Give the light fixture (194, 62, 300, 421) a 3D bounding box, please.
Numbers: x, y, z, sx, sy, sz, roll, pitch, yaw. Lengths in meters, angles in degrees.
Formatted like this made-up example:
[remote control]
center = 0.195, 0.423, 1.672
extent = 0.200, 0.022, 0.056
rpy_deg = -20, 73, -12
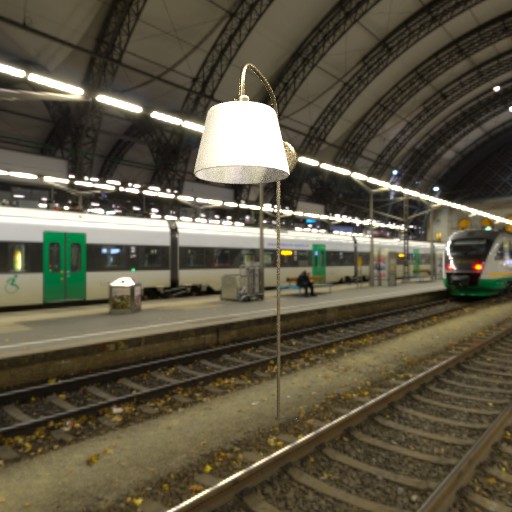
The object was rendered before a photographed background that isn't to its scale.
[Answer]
[light fixture]
center = 0.000, 0.000, 0.469
extent = 0.092, 0.399, 0.176
rpy_deg = 0, -1, 19
